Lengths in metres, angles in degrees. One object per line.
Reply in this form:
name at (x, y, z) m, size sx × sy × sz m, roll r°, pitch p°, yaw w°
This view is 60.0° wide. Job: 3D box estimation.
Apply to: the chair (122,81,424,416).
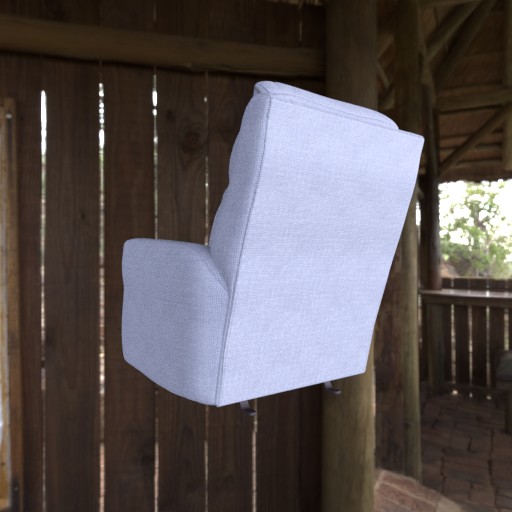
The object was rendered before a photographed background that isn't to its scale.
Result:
chair at (0.000, 0.000, 1.762) m, size 0.829 × 1.030 × 1.080 m, roll 0°, pitch 0°, yaw -36°
